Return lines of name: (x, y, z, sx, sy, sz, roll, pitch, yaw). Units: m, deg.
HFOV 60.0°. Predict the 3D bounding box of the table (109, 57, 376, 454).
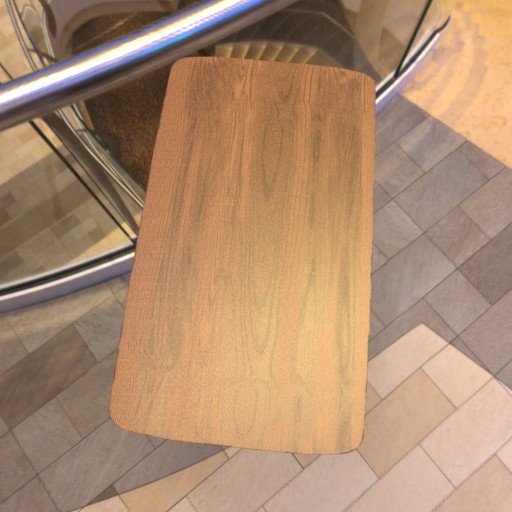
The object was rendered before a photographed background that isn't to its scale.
table: (0.000, 0.000, 2.169, 0.949, 0.765, 1.643, 6, 74, 2)
